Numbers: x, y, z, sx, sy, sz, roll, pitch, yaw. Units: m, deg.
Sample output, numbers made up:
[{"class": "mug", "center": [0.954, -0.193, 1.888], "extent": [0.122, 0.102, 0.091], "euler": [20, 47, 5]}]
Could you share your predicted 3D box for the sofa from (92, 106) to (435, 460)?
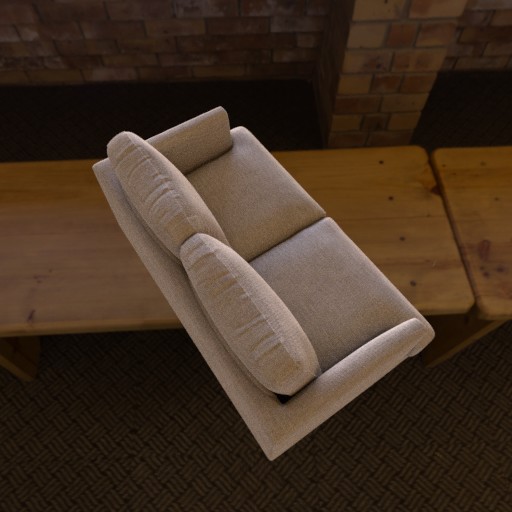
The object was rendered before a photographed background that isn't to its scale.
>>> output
[{"class": "sofa", "center": [0.000, 0.000, 2.163], "extent": [0.903, 0.944, 1.582], "euler": [-31, 64, -16]}]
